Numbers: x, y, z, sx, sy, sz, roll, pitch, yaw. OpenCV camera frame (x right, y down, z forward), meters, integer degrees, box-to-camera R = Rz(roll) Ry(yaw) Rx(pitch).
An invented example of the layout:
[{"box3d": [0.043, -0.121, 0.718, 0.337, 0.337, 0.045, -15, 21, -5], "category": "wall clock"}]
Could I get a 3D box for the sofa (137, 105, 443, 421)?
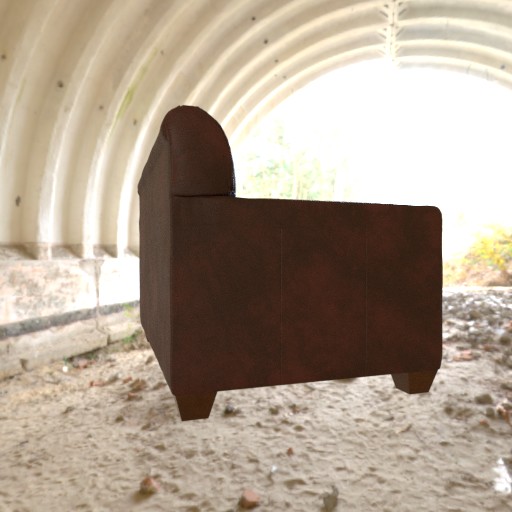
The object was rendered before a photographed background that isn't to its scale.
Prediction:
[{"box3d": [0.000, 0.000, 2.048, 1.000, 0.956, 1.413, 0, 0, -18], "category": "sofa"}]
